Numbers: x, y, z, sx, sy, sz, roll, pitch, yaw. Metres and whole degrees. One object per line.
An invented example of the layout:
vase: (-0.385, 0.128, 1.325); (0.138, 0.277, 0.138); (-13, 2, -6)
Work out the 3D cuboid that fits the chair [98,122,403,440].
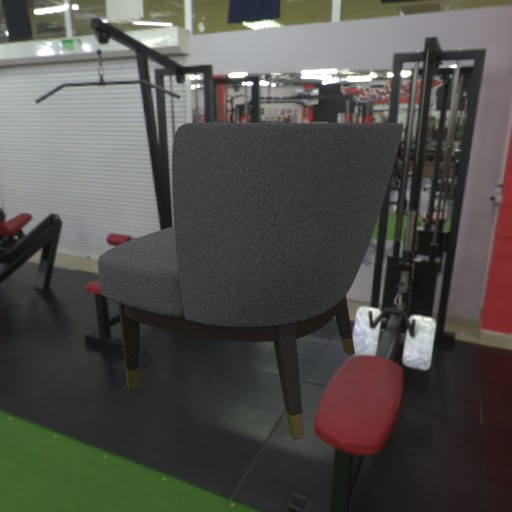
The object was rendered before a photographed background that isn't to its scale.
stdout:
chair: (0.000, 0.000, 1.209); (0.698, 0.695, 0.639); (8, 19, 26)
